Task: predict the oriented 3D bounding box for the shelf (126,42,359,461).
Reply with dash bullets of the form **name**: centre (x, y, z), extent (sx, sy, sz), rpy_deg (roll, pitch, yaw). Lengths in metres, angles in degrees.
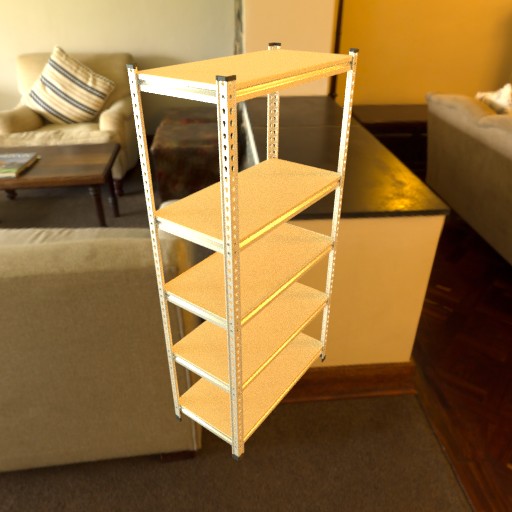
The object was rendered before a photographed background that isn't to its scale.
- **shelf**: centre (0.000, 0.000, 2.204), extent (0.457, 1.829, 0.914), rpy_deg (21, 37, 30)
